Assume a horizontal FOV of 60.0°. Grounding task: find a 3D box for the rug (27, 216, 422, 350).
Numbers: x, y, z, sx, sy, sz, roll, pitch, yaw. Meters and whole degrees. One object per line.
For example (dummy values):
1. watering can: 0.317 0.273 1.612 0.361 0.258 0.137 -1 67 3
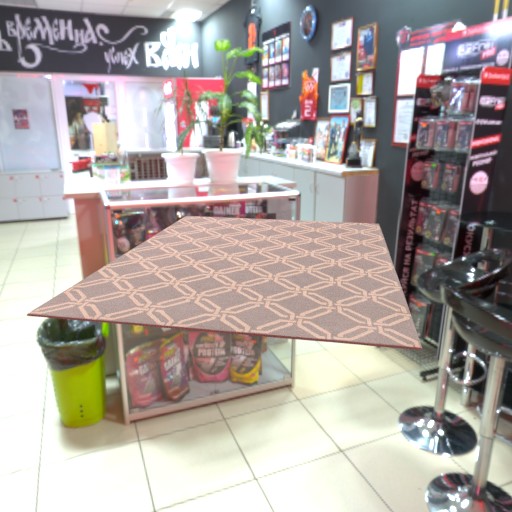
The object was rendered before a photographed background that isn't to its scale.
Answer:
1. rug: 0.000 0.000 3.839 2.288 0.018 2.895 3 17 10
